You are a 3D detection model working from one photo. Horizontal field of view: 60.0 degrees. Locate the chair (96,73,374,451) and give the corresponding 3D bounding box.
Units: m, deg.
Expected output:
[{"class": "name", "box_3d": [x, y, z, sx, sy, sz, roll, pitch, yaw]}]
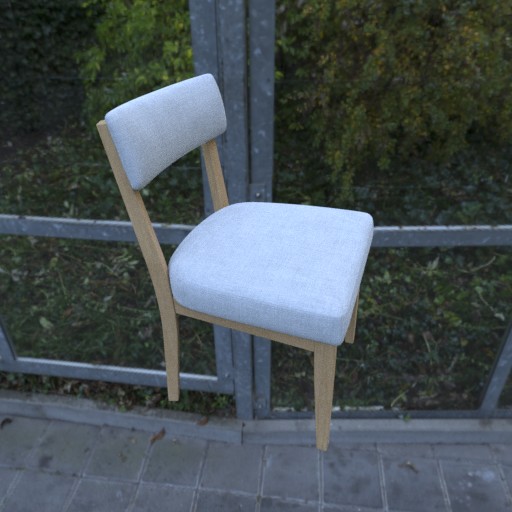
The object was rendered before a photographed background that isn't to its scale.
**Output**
[{"class": "chair", "box_3d": [0.000, 0.000, 1.201, 0.572, 0.832, 0.508, 11, 33, 17]}]
